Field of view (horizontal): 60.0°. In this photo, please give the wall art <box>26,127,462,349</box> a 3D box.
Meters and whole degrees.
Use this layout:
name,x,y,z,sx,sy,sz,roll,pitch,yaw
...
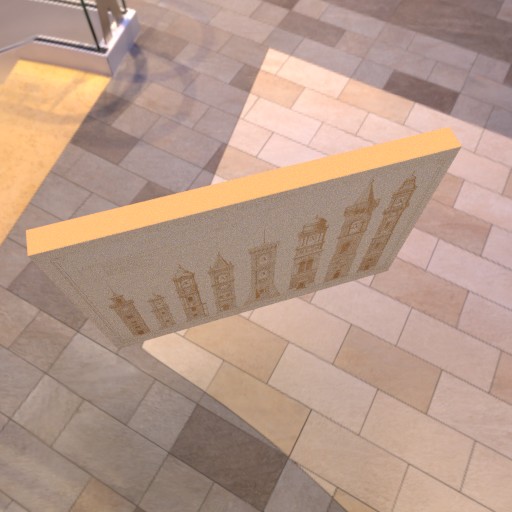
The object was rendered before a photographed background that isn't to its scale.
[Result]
name,x,y,z,sx,sy,sz,roll,pitch,yaw
wall art,0.000,0.000,0.785,0.609,0.407,0.039,-15,63,-8
